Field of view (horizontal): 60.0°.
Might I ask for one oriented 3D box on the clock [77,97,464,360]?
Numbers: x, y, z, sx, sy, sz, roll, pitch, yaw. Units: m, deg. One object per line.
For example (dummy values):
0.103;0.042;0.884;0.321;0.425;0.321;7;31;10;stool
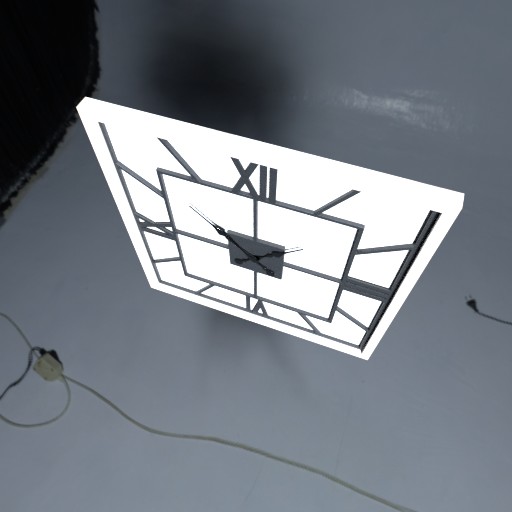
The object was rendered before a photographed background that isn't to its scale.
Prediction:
0.000;0.000;1.070;0.705;0.705;0.032;17;59;11;clock
